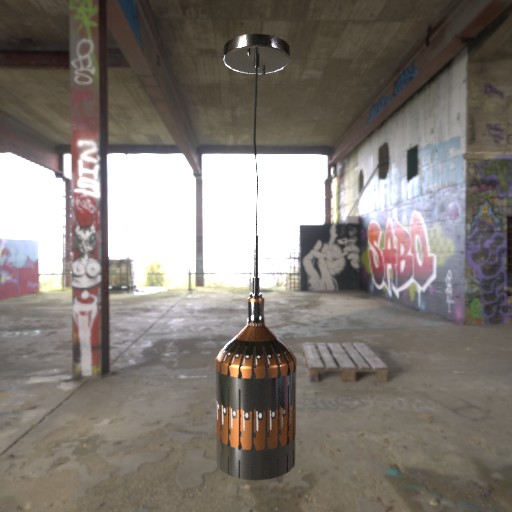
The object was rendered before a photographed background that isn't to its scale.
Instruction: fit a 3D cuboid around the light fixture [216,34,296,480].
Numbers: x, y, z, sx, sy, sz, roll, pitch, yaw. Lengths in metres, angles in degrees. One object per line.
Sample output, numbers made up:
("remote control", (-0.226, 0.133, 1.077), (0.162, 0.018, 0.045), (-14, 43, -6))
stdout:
("light fixture", (0.000, 0.000, 1.659), (0.303, 1.535, 0.303), (0, 1, 0))
